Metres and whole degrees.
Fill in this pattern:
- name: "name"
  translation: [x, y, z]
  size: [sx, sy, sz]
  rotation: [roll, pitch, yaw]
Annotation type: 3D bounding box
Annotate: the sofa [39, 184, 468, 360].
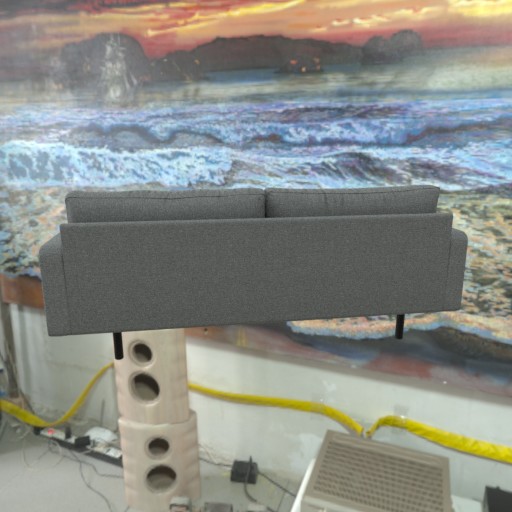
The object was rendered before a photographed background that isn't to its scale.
- name: "sofa"
  translation: [0.000, 0.000, 2.685]
  size: [2.200, 0.880, 0.880]
  rotation: [-2, 15, -9]
